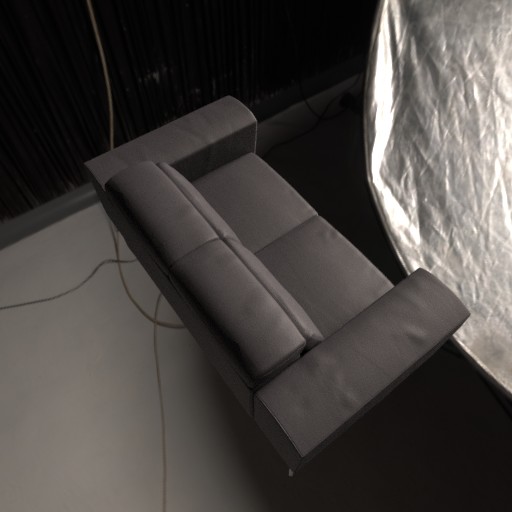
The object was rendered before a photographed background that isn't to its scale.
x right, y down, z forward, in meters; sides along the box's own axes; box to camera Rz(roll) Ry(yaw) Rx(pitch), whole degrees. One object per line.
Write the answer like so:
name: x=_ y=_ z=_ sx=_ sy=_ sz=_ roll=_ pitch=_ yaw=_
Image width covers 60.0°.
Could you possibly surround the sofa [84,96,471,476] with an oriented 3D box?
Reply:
sofa: x=0.000 y=0.000 z=2.385 sx=1.003 sy=0.779 sz=1.895 roll=-32 pitch=63 yaw=-19
